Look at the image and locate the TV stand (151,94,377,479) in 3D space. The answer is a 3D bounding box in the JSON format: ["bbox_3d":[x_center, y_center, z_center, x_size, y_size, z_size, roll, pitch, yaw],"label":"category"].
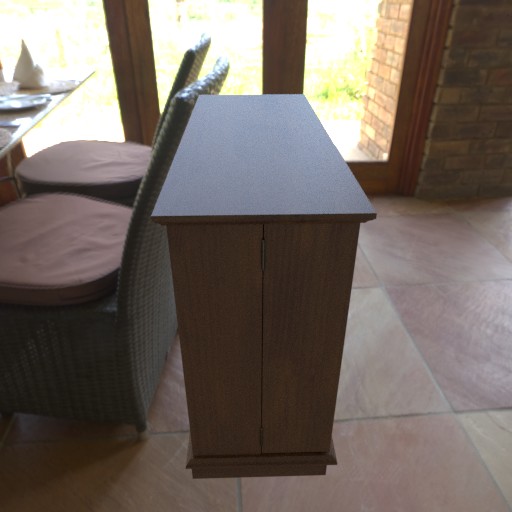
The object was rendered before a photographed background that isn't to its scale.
[{"bbox_3d":[0.000,0.000,1.462,0.406,0.813,1.067,-1,31,-1],"label":"TV stand"}]
